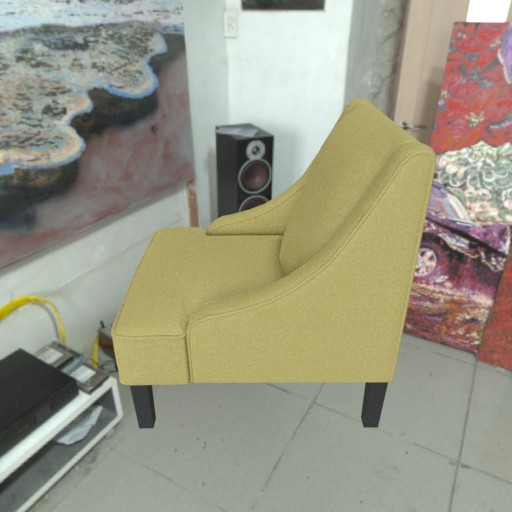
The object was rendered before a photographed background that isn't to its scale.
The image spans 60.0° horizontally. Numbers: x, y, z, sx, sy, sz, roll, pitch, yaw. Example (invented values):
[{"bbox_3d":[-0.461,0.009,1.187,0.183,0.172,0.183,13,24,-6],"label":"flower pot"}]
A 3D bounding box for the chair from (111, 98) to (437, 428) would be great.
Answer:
[{"bbox_3d":[0.000,0.000,1.472,0.814,0.896,0.696,0,29,0],"label":"chair"}]
